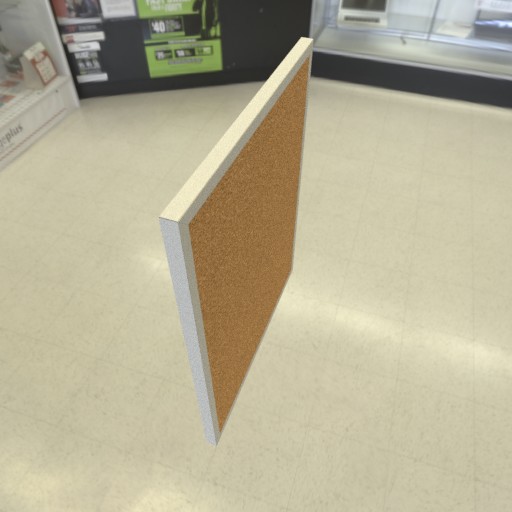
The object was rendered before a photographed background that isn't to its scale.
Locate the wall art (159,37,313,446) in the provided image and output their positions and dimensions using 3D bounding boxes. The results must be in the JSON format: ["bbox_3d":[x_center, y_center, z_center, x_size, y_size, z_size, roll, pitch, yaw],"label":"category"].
[{"bbox_3d":[0.000,0.000,0.734,0.020,0.536,0.444,15,49,14],"label":"wall art"}]
